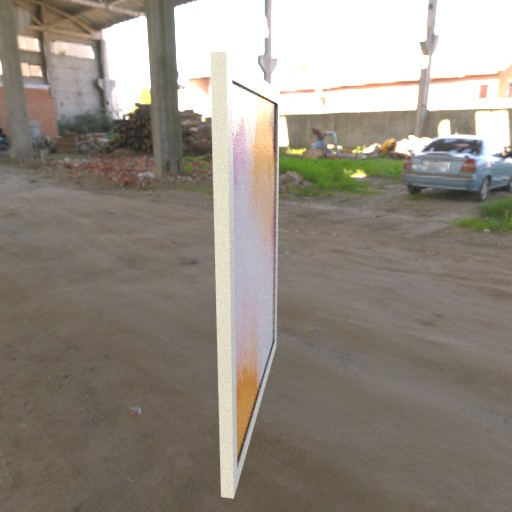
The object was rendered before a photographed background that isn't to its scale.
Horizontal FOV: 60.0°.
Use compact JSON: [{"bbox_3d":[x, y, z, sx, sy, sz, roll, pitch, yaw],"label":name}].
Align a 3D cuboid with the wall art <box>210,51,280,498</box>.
[{"bbox_3d":[0.000,0.000,1.082,0.026,0.811,0.661,3,16,9],"label":"wall art"}]
